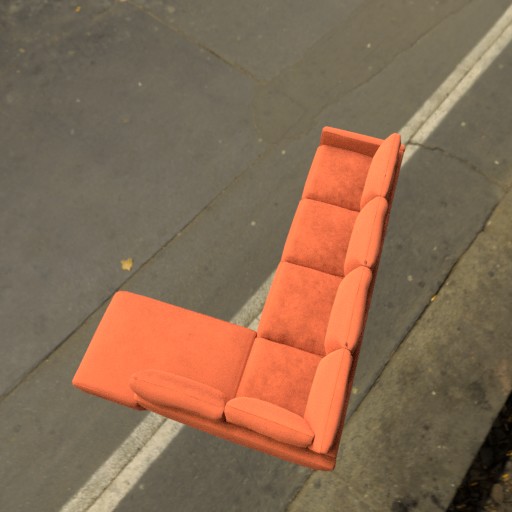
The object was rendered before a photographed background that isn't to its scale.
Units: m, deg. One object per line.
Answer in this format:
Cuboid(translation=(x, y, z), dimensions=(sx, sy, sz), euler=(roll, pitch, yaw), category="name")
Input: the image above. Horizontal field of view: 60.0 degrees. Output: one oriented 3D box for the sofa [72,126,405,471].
Cuboid(translation=(0.000, 0.000, 3.565), dimensions=(1.879, 0.757, 2.736), euler=(16, 64, 8), category="sofa")
